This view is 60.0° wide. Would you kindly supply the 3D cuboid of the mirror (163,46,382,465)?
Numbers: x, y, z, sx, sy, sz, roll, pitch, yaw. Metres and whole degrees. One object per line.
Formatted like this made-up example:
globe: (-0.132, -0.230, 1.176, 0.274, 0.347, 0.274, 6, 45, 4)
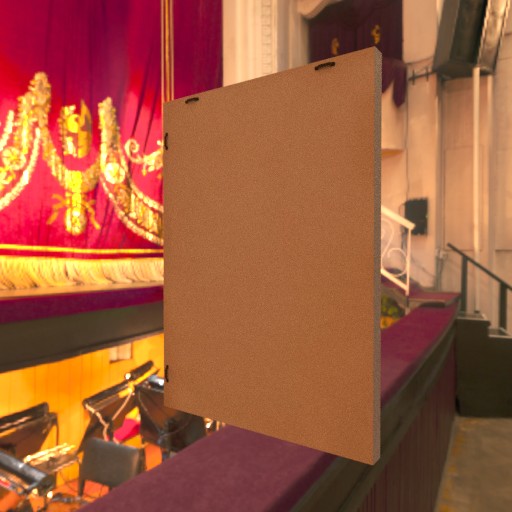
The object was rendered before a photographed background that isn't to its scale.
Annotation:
mirror: (0.000, 0.000, 0.907, 0.507, 0.710, 0.040, 1, 1, 35)
